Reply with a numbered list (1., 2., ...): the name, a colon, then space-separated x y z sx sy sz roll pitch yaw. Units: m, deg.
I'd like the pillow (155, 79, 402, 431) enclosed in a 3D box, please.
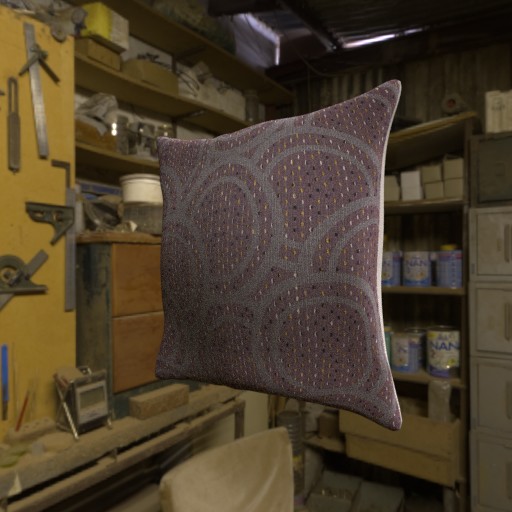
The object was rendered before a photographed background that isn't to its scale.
1. pillow: 0.000 0.000 0.791 0.514 0.513 0.163 -1 -1 35
